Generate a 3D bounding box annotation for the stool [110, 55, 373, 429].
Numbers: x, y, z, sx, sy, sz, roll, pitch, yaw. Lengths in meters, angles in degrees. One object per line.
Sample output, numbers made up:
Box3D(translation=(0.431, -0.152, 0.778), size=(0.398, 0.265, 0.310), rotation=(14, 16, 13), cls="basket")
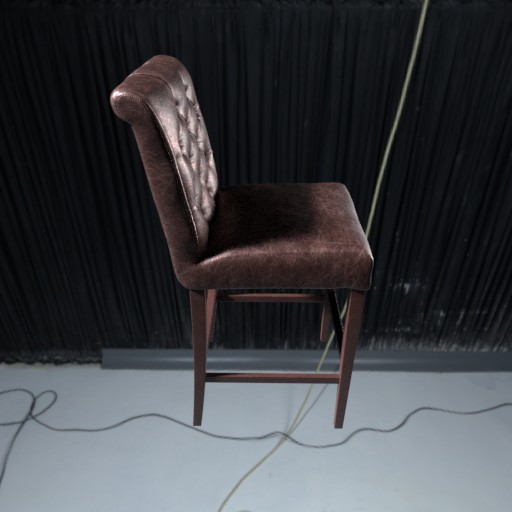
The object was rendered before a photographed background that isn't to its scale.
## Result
Box3D(translation=(0.000, 0.000, 1.465), size=(0.659, 1.168, 0.483), rotation=(0, 33, 1), cls="stool")
